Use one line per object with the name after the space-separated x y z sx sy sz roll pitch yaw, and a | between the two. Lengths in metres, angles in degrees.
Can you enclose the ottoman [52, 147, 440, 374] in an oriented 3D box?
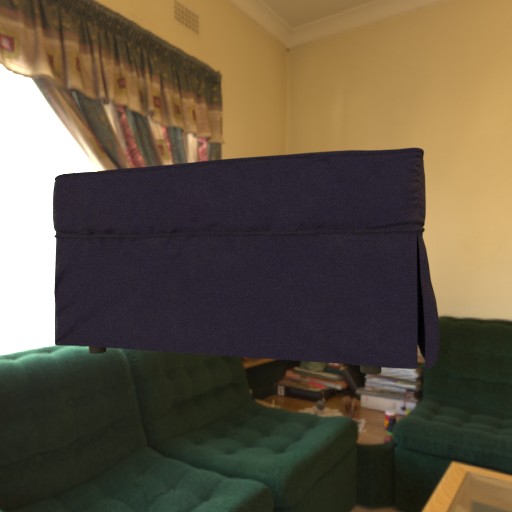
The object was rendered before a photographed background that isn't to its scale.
0.000 0.000 1.279 0.938 0.503 0.637 0 -1 18 | ottoman
